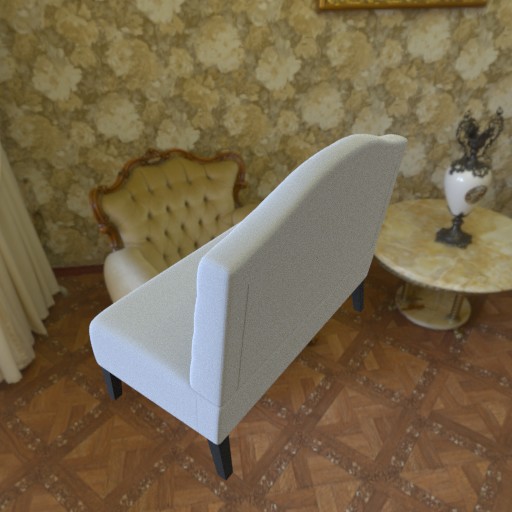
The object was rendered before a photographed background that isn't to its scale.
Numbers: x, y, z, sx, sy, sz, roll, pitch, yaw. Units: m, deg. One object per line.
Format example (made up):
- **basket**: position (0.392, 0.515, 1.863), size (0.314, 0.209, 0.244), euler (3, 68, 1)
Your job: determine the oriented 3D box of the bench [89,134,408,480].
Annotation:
- **bench**: position (0.000, 0.000, 2.016), size (0.815, 1.180, 1.335), euler (21, 38, 29)
